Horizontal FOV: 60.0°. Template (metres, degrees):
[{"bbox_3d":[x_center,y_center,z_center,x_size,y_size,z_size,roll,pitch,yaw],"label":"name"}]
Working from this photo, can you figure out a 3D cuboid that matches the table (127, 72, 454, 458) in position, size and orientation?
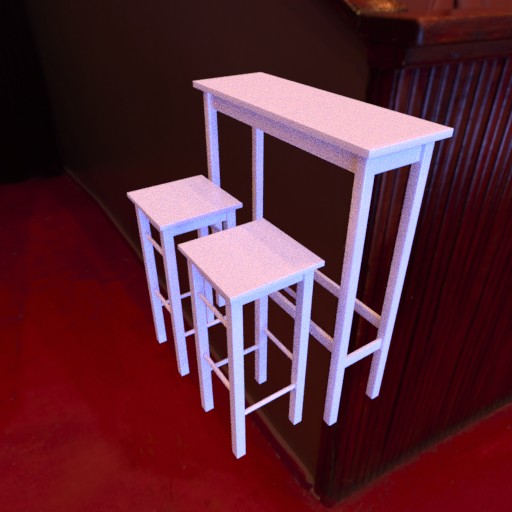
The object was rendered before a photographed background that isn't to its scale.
[{"bbox_3d":[0.000,0.000,1.630,0.650,1.065,0.915,-20,38,-27],"label":"table"}]
